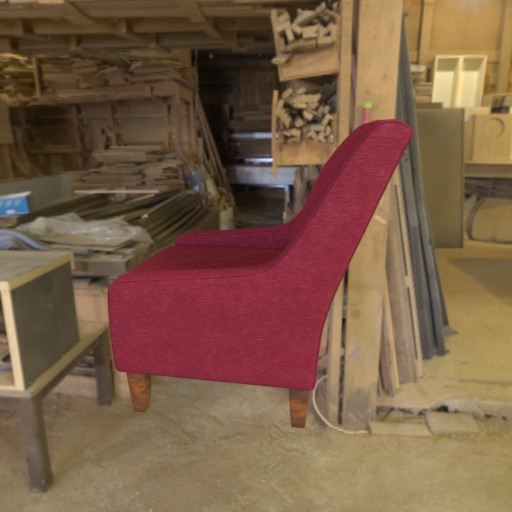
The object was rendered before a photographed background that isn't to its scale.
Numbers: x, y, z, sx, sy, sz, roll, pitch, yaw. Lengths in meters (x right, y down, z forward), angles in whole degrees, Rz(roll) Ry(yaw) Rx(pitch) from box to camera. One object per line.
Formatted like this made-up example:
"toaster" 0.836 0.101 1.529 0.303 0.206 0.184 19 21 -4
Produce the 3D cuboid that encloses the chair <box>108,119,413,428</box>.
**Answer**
"chair" 0.000 0.000 1.753 0.985 1.017 0.793 2 15 9
